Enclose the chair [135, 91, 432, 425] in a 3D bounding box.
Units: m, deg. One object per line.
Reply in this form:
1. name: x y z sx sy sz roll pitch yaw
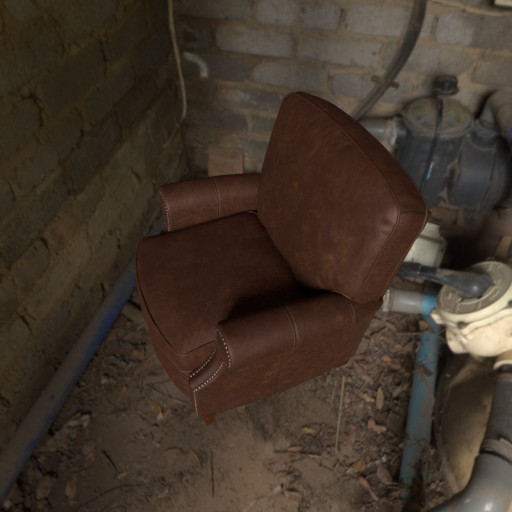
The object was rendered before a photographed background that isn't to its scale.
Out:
1. chair: 0.000 0.000 1.797 0.986 1.018 0.936 -17 49 -15
